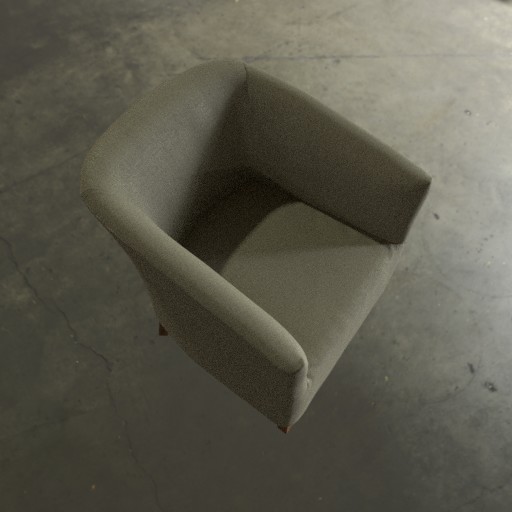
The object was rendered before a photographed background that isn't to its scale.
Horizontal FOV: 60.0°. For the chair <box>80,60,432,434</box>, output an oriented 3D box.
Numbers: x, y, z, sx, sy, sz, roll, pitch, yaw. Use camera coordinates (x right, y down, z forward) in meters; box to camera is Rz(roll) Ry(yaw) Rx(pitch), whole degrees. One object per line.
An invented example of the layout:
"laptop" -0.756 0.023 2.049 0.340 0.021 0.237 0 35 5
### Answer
"chair" 0.000 0.000 1.249 0.668 0.771 0.600 32 64 18
